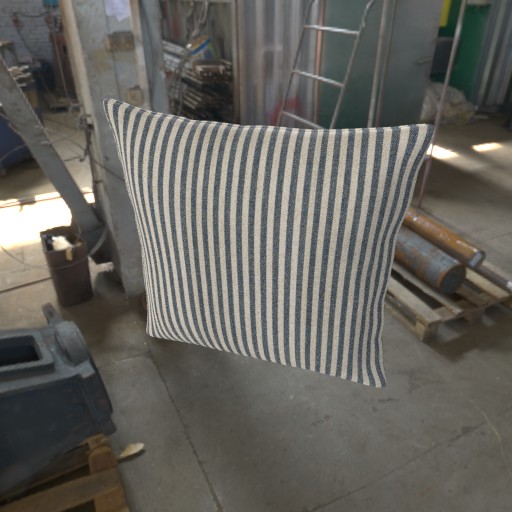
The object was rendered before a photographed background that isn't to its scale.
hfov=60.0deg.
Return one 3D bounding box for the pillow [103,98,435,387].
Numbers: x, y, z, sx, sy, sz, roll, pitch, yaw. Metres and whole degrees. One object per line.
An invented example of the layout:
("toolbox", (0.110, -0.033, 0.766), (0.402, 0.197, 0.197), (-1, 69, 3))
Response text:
("pillow", (0.000, 0.000, 0.793), (0.523, 0.510, 0.166), (10, 32, 15))
